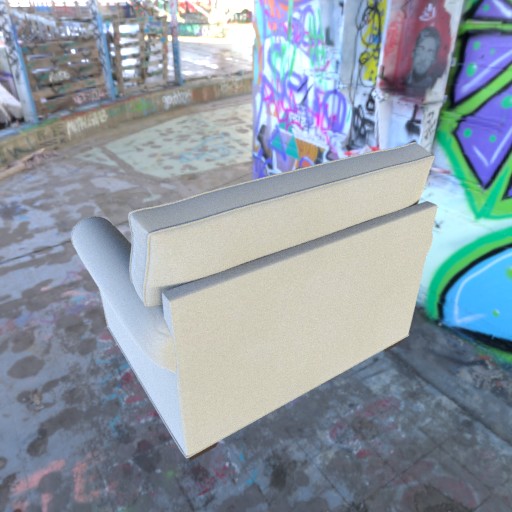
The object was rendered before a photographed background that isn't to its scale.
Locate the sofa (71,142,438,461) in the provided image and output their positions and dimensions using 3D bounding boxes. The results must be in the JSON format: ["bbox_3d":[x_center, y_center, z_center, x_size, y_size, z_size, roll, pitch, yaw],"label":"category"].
[{"bbox_3d":[0.000,0.000,2.049,1.405,1.006,0.937,-19,35,-29],"label":"sofa"}]
